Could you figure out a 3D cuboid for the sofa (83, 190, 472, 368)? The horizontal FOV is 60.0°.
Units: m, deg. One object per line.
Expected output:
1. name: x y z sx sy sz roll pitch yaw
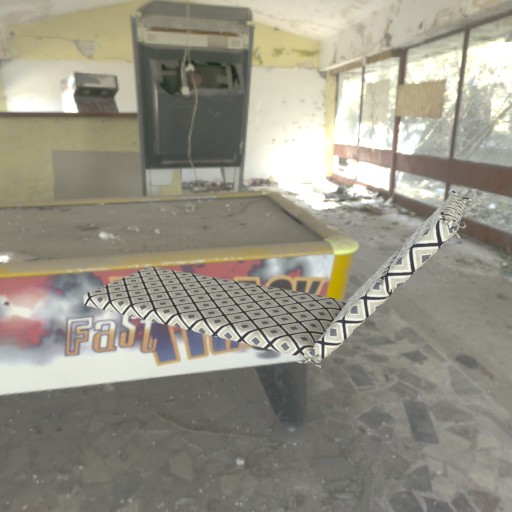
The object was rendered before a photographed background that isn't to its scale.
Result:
1. sofa: 0.000 0.000 1.978 1.663 0.622 0.582 8 19 25
